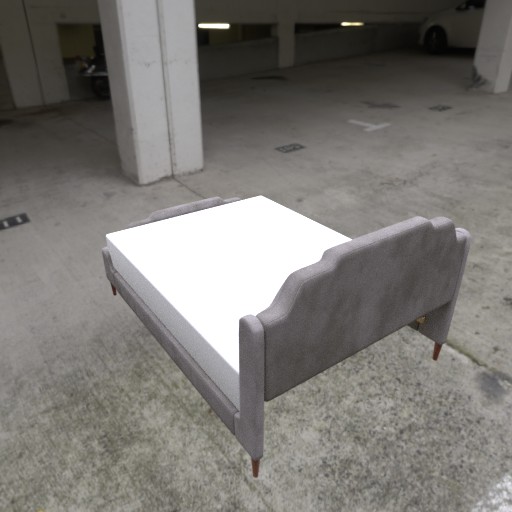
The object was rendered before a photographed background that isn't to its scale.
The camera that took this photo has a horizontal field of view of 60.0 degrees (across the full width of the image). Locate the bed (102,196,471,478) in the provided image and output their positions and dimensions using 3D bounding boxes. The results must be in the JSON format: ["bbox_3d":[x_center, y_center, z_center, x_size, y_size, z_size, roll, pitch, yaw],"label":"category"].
[{"bbox_3d":[0.000,0.000,3.362,1.676,1.245,2.340,-19,33,-31],"label":"bed"}]
